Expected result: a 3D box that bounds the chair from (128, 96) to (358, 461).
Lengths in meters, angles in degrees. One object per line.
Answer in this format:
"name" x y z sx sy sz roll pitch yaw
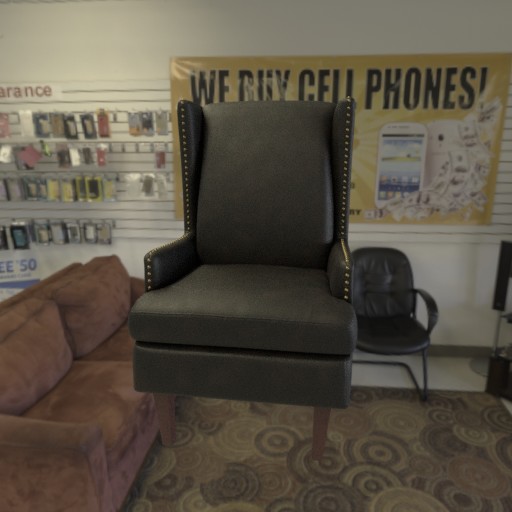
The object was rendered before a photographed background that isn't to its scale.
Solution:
"chair" 0.000 0.000 1.632 0.703 1.142 0.799 2 14 8
